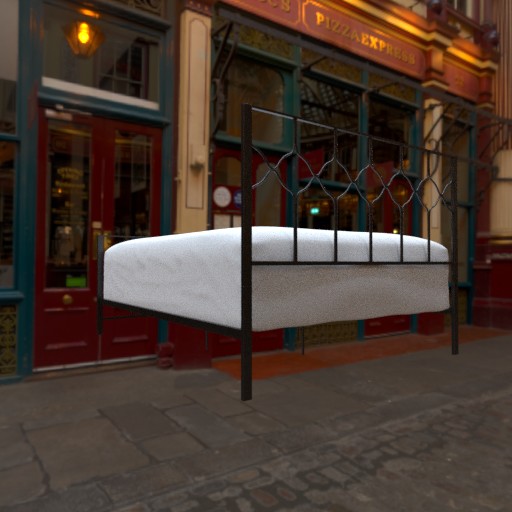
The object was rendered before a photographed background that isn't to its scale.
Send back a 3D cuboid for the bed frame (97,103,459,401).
[{"bbox_3d":[0.000,0.000,3.114,1.597,1.222,2.063,1,-1,-36],"label":"bed frame"}]
